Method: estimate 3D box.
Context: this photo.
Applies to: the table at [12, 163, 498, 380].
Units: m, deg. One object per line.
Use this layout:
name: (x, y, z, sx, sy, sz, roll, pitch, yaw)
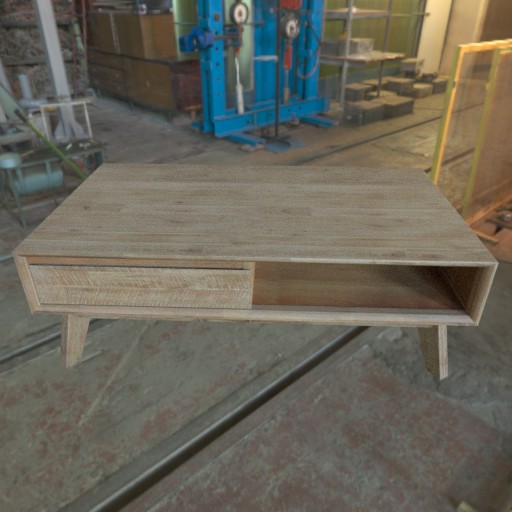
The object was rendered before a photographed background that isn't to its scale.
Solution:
table: (0.000, 0.000, 1.996, 1.619, 0.531, 0.918, 1, 31, 2)
